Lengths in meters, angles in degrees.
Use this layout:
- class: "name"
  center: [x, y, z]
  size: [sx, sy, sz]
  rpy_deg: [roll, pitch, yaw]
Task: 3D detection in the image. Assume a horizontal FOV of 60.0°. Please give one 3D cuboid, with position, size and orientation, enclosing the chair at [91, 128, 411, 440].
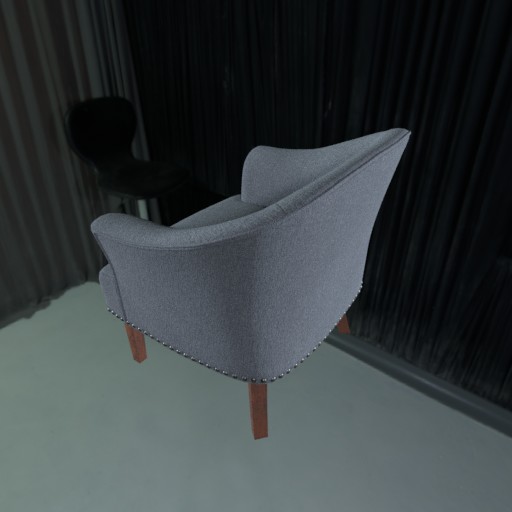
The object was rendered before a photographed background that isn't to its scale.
- class: "chair"
  center: [0.000, 0.000, 1.392]
  size: [0.704, 0.815, 0.798]
  rpy_deg: [21, 38, 30]
